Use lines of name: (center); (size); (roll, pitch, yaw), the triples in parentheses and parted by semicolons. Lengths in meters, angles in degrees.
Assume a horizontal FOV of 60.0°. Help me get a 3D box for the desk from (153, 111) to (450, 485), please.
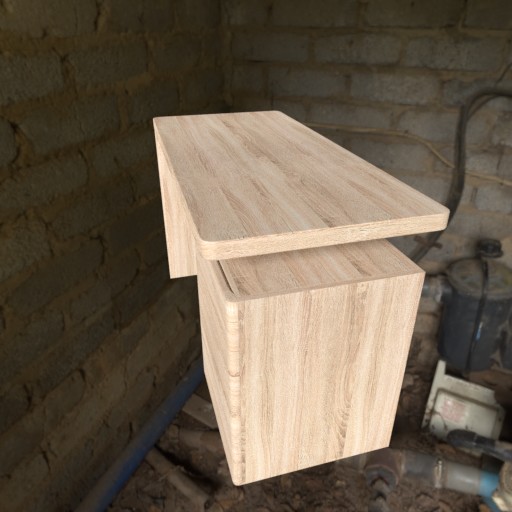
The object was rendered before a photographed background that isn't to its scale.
desk: (0.000, 0.000, 1.574); (0.550, 0.760, 1.200); (-8, 29, -14)
